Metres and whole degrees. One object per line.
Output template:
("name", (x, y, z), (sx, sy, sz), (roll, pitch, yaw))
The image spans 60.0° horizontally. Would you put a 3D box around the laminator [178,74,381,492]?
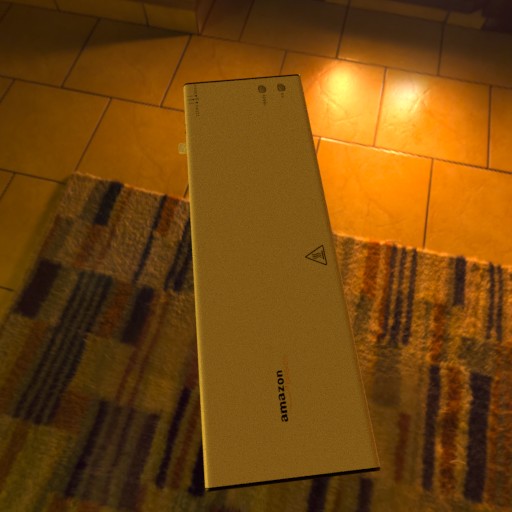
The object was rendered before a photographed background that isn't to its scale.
("laminator", (0.000, 0.000, 0.374), (0.123, 0.062, 0.340), (-6, 65, -3))
